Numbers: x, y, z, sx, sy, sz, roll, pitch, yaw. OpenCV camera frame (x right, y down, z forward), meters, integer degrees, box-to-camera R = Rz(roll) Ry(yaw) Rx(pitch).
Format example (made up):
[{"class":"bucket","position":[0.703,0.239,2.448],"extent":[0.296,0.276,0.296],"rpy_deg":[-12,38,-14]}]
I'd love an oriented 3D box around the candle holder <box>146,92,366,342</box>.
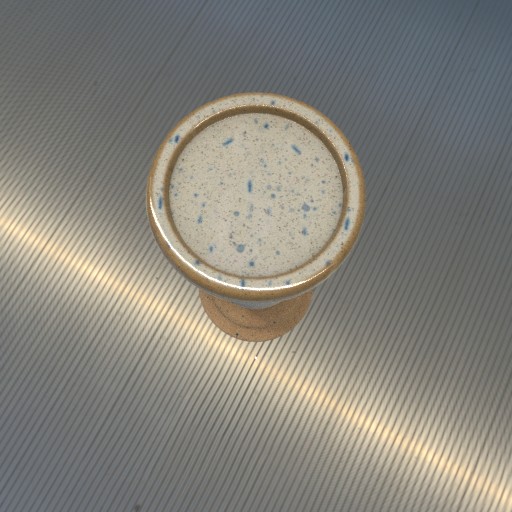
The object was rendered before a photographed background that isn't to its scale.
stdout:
[{"class":"candle holder","position":[0.000,0.000,0.247],"extent":[0.088,0.203,0.088],"rpy_deg":[0,77,0]}]
